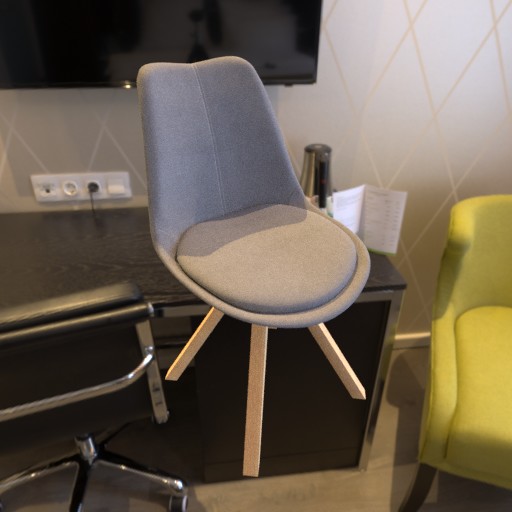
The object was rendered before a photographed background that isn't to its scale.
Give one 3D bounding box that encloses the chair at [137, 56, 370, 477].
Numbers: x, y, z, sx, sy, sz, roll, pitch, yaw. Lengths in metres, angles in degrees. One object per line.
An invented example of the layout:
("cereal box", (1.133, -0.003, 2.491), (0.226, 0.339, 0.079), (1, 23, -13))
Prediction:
("chair", (0.000, 0.000, 1.117), (0.474, 0.863, 0.549), (-21, 37, -31))
